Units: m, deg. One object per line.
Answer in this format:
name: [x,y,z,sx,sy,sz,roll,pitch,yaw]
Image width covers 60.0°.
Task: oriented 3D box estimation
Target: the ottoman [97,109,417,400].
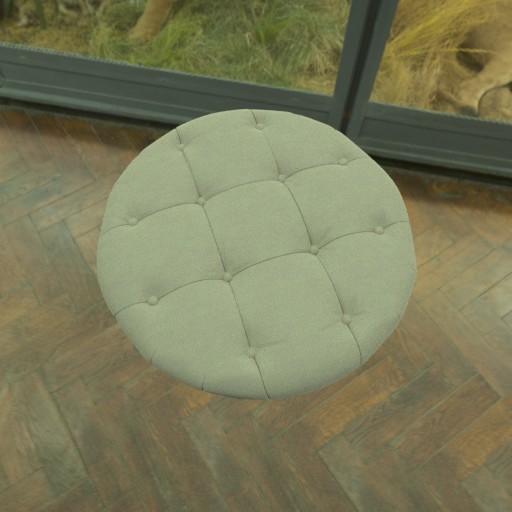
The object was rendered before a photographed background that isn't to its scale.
ottoman: [0.000,0.000,1.373,0.901,0.439,0.901,0,63,0]
